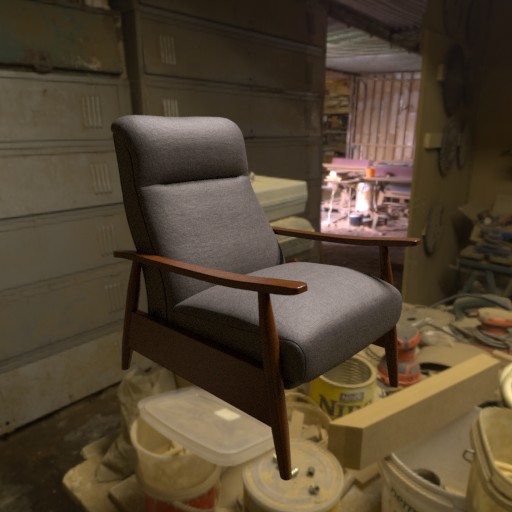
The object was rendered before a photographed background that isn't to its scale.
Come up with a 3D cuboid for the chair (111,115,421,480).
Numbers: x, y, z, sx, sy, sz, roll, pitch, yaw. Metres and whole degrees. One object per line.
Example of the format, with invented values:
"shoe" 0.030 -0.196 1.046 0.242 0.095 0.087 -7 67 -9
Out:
"chair" 0.000 0.000 1.765 1.014 1.081 0.762 15 21 42
